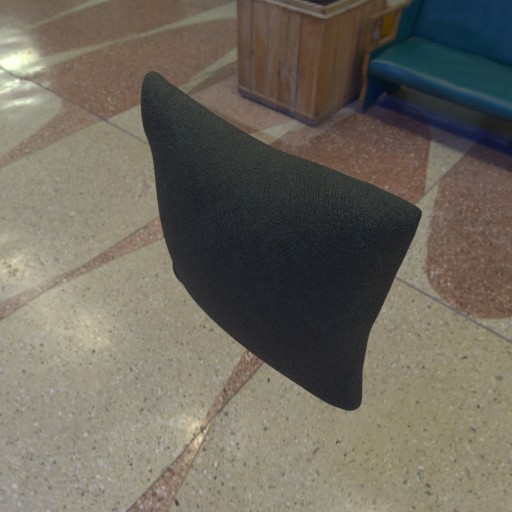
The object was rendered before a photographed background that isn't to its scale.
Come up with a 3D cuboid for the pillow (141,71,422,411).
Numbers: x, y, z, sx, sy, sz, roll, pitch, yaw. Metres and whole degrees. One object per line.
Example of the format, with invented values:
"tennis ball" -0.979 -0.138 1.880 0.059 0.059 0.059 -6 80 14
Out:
"pillow" 0.000 0.000 0.801 0.533 0.523 0.210 34 55 28
